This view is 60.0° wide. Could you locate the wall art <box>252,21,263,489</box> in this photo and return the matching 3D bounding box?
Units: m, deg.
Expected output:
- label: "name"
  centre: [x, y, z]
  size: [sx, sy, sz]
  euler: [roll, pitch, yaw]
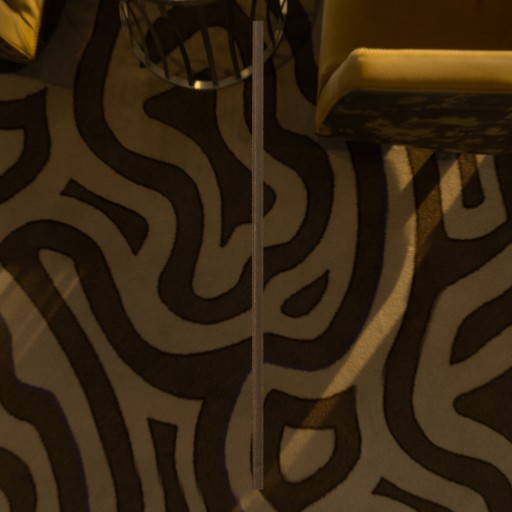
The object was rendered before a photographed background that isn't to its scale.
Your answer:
- label: "wall art"
  centre: [0.000, 0.000, 1.415]
  size: [0.023, 0.875, 1.033]
  euler: [0, 89, -1]
